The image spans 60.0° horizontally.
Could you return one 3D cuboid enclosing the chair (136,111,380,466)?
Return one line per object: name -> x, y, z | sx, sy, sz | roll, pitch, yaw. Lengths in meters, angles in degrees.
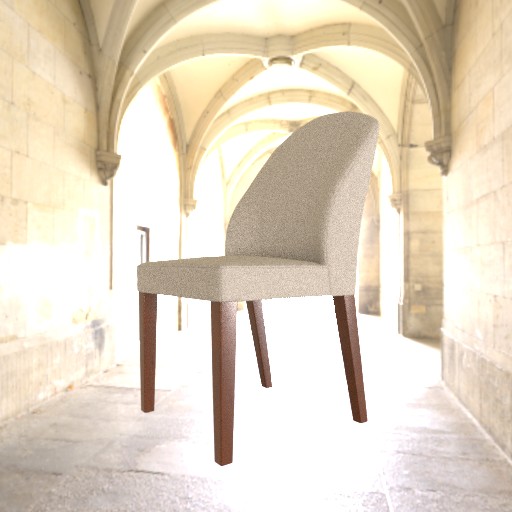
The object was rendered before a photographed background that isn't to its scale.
chair -> 0.000, 0.000, 1.245 | 0.540, 0.893, 0.472 | 1, -1, -36
